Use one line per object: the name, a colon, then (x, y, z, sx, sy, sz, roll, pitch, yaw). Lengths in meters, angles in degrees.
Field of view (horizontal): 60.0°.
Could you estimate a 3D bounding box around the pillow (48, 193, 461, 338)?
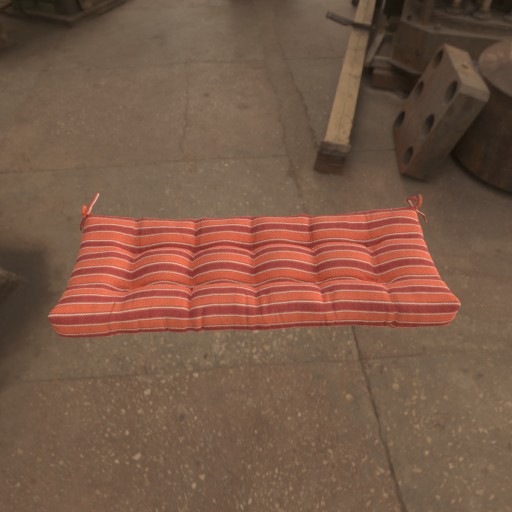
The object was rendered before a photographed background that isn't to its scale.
pillow: (0.000, 0.000, 1.382, 1.194, 0.174, 0.511, -2, 46, -1)
